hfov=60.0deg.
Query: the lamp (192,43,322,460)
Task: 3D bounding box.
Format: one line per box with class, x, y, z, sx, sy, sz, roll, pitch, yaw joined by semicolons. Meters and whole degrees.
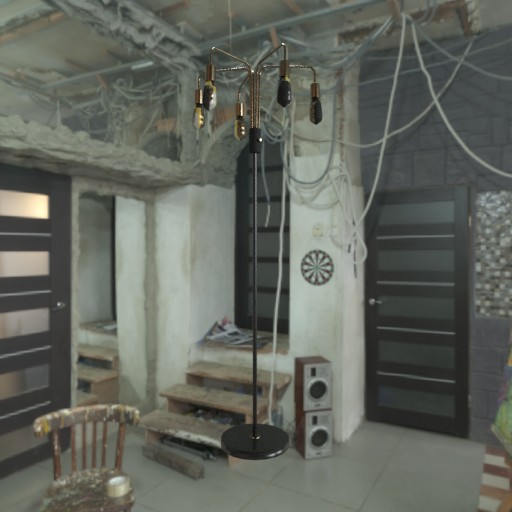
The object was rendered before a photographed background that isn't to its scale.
lamp;0.000;0.000;2.023;0.599;1.721;0.572;0;1;0
